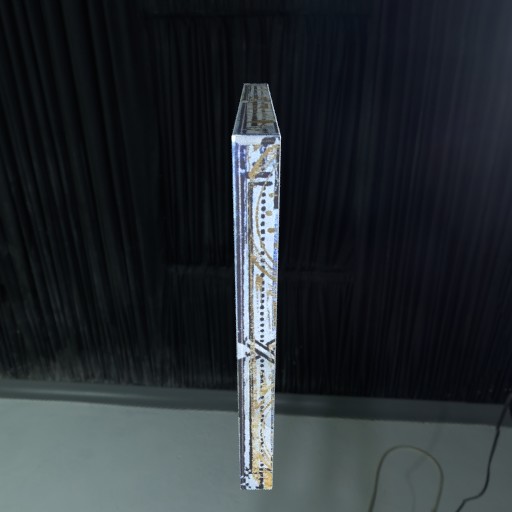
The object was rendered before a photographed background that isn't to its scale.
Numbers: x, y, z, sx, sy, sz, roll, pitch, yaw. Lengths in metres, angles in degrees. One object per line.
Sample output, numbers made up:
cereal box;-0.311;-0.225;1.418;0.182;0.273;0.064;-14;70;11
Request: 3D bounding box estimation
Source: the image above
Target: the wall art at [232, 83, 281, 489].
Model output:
wall art;0.000;0.000;0.614;0.038;0.410;0.411;0;26;0
